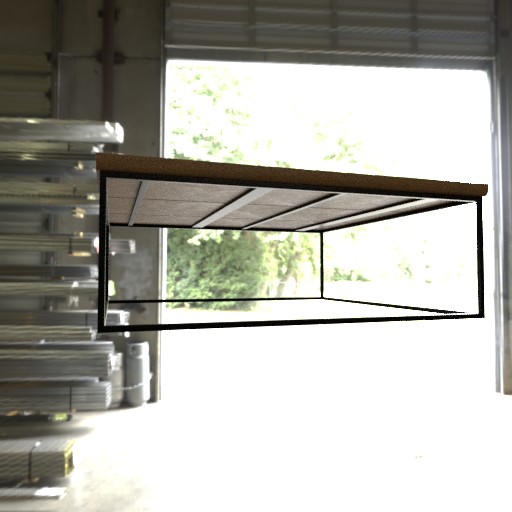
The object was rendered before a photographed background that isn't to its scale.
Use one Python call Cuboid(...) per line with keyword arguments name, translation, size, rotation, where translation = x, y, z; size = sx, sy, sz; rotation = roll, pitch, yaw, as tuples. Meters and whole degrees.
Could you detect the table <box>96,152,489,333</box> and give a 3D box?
Cuboid(name="table", translation=(0.000, 0.000, 1.663), size=(1.100, 0.400, 1.100), rotation=(1, -3, -18))
